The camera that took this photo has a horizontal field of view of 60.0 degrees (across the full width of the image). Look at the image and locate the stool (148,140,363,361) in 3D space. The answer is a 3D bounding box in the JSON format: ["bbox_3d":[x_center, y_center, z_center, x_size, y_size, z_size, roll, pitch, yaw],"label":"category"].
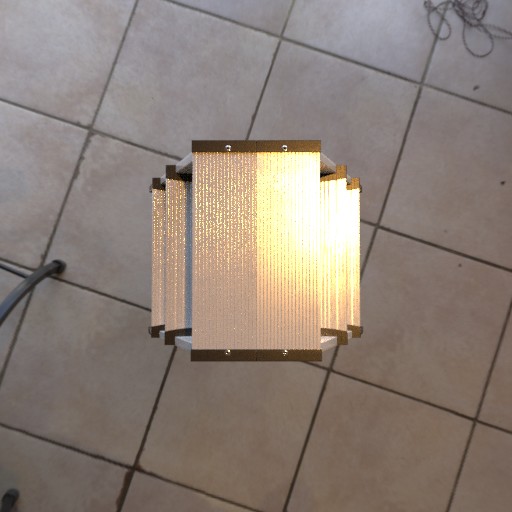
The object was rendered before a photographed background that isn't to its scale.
[{"bbox_3d":[0.000,0.000,0.990,0.622,0.605,0.437,0,88,0],"label":"stool"}]
